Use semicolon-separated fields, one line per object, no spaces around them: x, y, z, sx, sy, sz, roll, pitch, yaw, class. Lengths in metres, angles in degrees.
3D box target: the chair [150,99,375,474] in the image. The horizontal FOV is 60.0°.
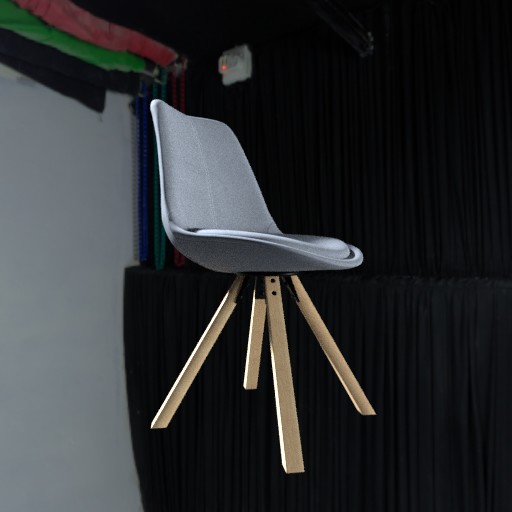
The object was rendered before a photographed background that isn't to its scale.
0.000;0.000;1.181;0.549;0.863;0.474;0;0;36;chair
